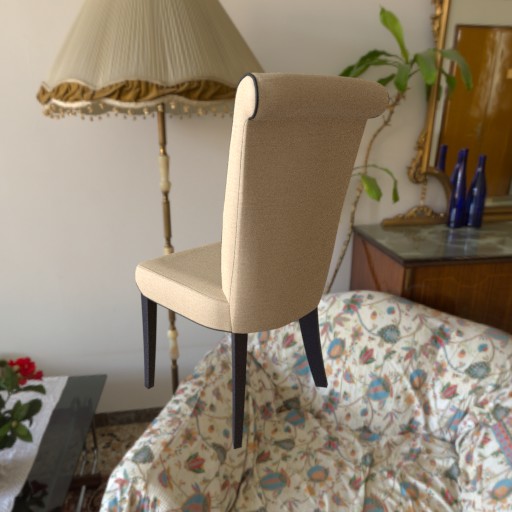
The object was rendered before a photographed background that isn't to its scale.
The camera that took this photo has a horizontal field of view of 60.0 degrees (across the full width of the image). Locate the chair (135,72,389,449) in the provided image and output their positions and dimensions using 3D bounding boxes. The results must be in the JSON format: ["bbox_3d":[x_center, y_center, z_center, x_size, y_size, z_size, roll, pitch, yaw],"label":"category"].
[{"bbox_3d":[0.000,0.000,1.362,0.623,0.997,0.522,17,24,42],"label":"chair"}]
